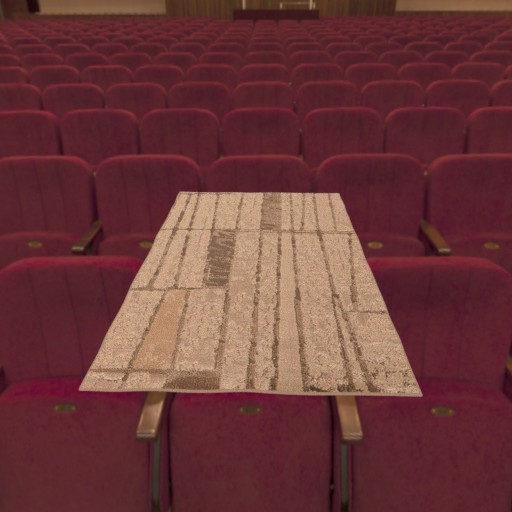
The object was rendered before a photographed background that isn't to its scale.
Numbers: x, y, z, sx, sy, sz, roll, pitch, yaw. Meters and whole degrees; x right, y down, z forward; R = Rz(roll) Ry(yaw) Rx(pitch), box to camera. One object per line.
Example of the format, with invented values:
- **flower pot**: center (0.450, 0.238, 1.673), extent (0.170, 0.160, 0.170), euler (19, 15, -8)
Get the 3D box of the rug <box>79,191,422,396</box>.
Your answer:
- **rug**: center (0.000, 0.000, 1.041), extent (0.515, 0.007, 0.867), euler (1, 28, 1)
